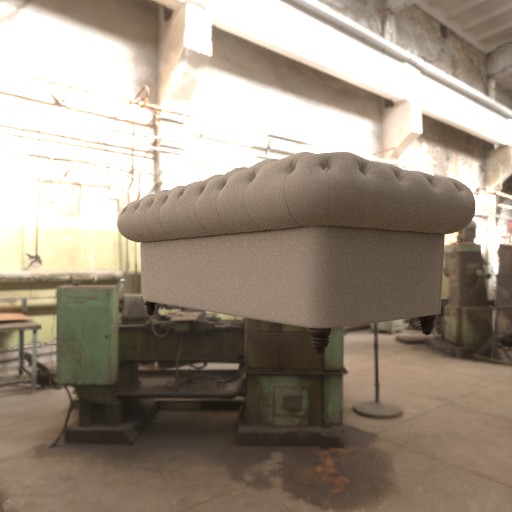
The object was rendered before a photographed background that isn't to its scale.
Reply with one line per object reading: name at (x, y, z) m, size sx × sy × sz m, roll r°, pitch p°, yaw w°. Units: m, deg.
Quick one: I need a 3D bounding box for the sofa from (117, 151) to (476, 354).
sofa at (0.000, 0.000, 2.465) m, size 0.986 × 0.764 × 1.998 m, roll 1°, pitch -1°, yaw -37°
